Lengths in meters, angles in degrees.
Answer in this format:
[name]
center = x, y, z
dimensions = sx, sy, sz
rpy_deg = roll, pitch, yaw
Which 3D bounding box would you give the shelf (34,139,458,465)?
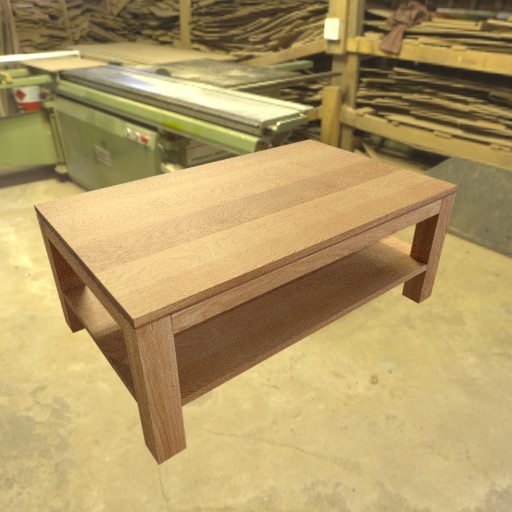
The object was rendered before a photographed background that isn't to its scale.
[shelf]
center = 0.000, 0.000, 1.514
dimensions = 1.150, 0.450, 0.700
rpy_deg = -22, 37, -32
